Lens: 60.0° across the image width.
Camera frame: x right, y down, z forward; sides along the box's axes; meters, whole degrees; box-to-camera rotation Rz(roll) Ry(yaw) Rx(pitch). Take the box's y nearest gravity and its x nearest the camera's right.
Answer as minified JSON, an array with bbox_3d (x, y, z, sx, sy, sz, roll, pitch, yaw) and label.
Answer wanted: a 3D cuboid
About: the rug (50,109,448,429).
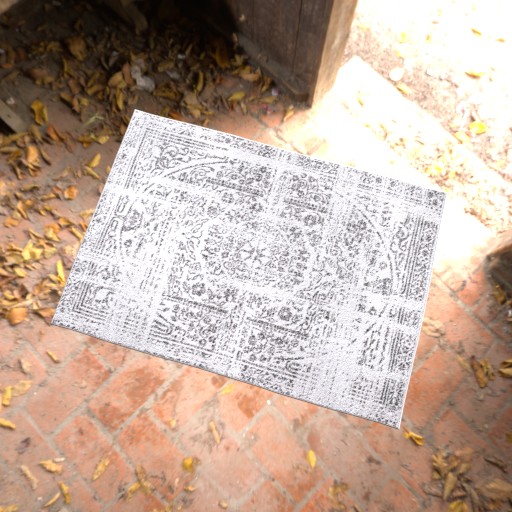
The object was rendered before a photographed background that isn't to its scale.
[{"bbox_3d":[0.000,0.000,3.125,2.438,0.026,1.706,16,77,4],"label":"rug"}]
